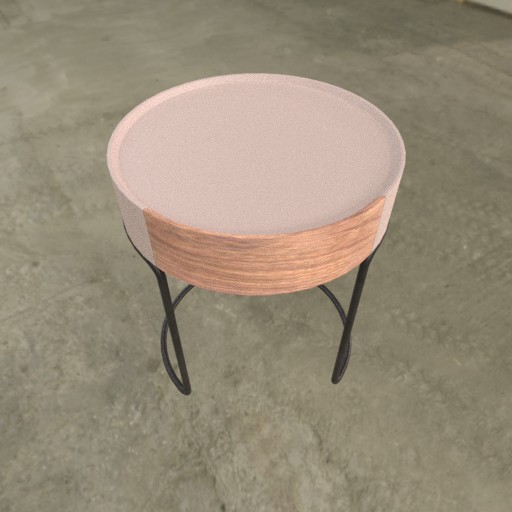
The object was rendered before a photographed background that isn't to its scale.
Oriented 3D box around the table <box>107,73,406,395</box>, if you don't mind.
[{"bbox_3d":[0.000,0.000,0.872,0.450,0.530,0.450,0,46,0],"label":"table"}]
